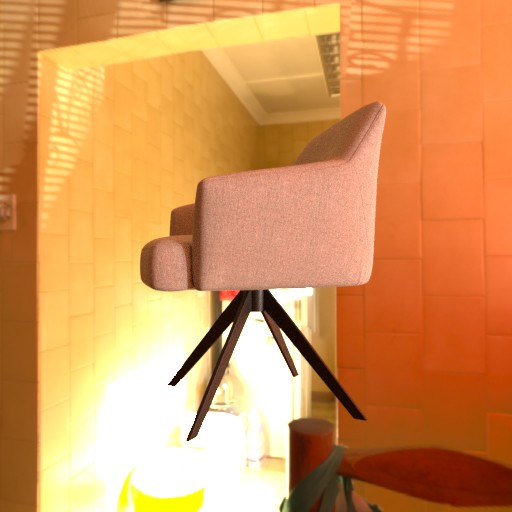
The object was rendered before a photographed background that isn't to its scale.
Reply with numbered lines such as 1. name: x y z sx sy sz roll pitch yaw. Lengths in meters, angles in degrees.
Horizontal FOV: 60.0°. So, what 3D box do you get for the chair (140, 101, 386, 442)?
1. chair: 0.000 0.000 1.346 0.677 0.874 0.642 0 -1 -17
